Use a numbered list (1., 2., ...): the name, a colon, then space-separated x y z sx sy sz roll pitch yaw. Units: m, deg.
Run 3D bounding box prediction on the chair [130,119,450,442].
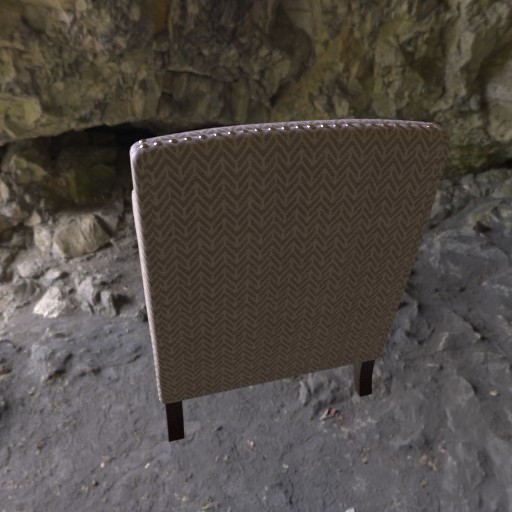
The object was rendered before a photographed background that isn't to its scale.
1. chair: 0.000 0.000 1.237 0.623 0.816 0.651 -8 27 -15
